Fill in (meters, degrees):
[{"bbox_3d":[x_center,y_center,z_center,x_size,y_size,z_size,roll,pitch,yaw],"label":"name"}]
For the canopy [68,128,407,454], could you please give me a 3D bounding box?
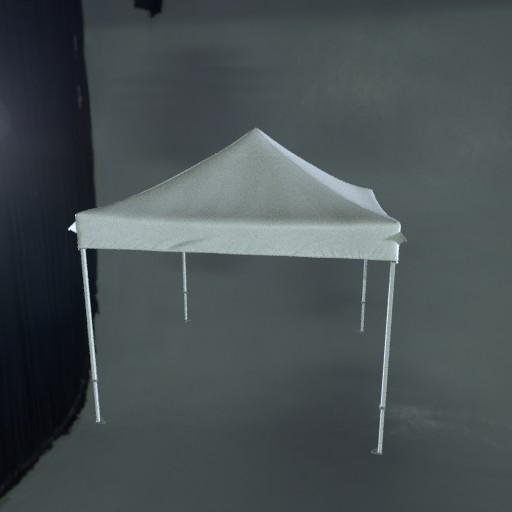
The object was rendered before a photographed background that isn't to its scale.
[{"bbox_3d":[0.000,0.000,5.400,2.996,2.998,2.994,2,14,9],"label":"canopy"}]
